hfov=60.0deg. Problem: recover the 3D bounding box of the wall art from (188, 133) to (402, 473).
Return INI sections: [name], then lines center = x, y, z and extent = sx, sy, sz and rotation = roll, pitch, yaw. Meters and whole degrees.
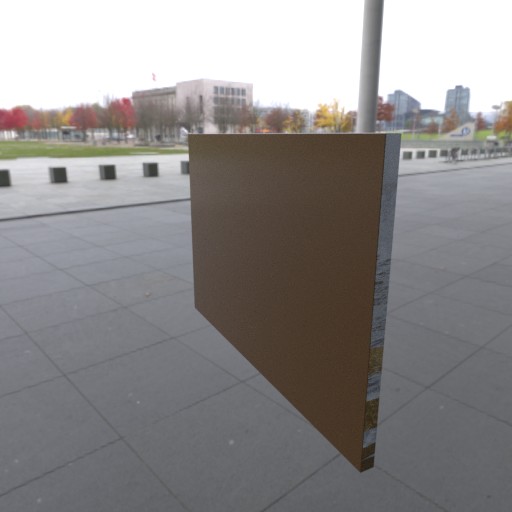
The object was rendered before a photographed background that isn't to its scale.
[wall art]
center = 0.000, 0.000, 1.430
extent = 0.041, 0.762, 1.145
rotation = -8, 17, -26
